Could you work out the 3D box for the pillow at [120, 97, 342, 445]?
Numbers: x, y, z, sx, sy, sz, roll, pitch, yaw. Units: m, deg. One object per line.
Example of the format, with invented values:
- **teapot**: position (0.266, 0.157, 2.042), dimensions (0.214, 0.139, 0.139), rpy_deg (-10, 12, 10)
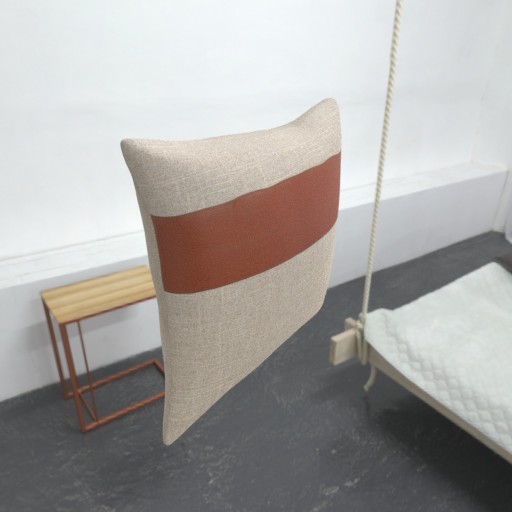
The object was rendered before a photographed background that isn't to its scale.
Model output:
- **pillow**: position (0.000, 0.000, 0.642), dimensions (0.173, 0.399, 0.414), rpy_deg (18, 31, 32)
